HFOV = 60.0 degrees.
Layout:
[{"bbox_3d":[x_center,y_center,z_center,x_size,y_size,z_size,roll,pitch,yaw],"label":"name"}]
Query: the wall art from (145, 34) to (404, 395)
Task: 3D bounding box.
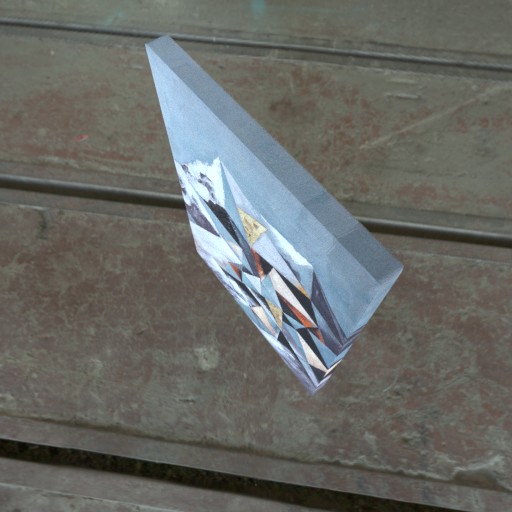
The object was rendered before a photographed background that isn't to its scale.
[{"bbox_3d":[0.000,0.000,0.799,0.037,0.613,0.455,-34,68,-16],"label":"wall art"}]
